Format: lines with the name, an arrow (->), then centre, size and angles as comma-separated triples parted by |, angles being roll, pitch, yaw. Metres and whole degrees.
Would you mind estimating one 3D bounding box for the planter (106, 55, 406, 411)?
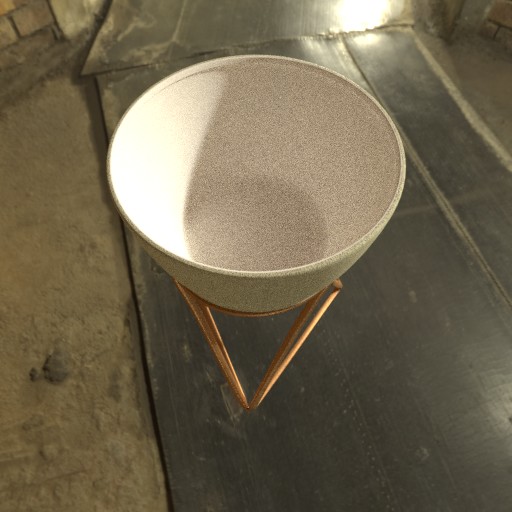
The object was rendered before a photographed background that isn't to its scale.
planter -> 0.000, 0.000, 0.739 | 0.350, 0.504, 0.350 | 32, 64, 17
